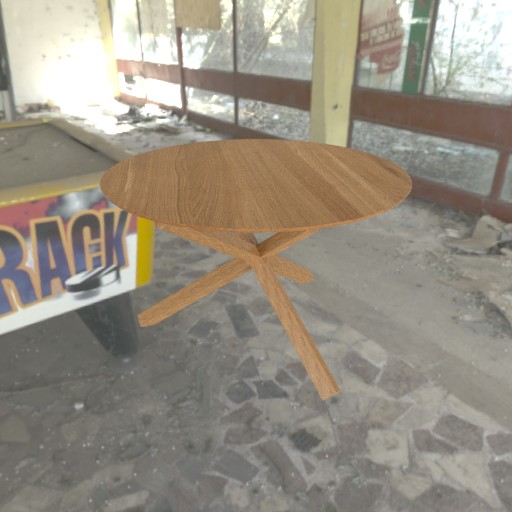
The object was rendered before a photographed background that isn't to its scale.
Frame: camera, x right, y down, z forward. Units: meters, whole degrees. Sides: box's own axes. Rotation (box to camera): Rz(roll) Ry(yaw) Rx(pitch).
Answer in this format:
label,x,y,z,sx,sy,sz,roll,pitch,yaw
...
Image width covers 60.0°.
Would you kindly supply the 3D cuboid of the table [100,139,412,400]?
label,x,y,z,sx,sy,sz,roll,pitch,yaw
table,0.000,0.000,1.693,1.038,0.666,1.038,0,27,0
